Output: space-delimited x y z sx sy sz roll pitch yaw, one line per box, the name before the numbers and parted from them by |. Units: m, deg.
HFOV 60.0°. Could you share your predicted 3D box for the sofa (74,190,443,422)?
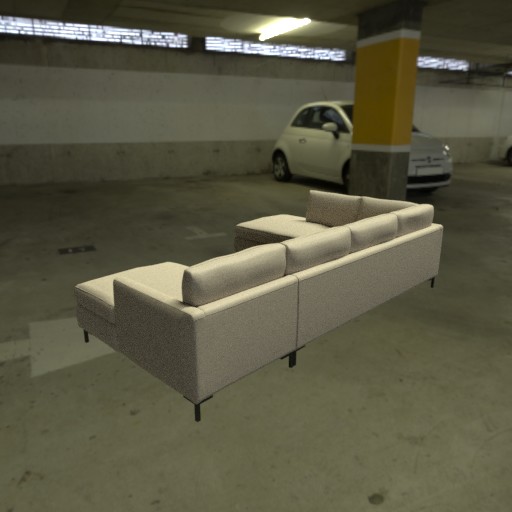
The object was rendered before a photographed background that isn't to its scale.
sofa | 0.000 0.000 3.557 1.879 0.756 2.737 16 22 43
